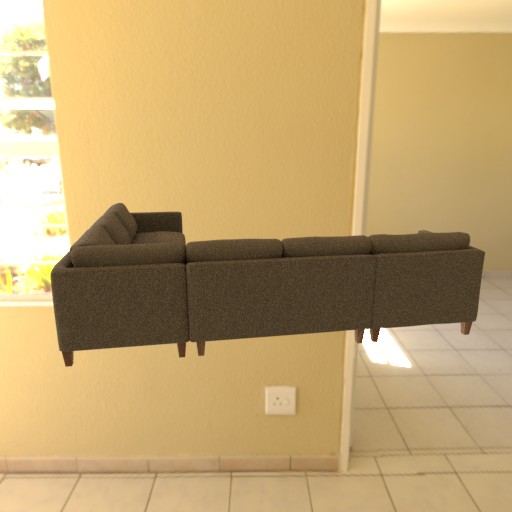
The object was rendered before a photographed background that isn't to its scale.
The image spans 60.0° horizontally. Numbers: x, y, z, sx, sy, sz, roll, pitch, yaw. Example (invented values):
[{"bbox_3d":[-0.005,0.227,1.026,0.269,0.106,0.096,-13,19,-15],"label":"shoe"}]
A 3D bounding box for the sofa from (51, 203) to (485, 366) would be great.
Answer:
[{"bbox_3d":[0.000,0.000,4.433,3.238,0.853,2.551,-3,15,-10],"label":"sofa"}]
